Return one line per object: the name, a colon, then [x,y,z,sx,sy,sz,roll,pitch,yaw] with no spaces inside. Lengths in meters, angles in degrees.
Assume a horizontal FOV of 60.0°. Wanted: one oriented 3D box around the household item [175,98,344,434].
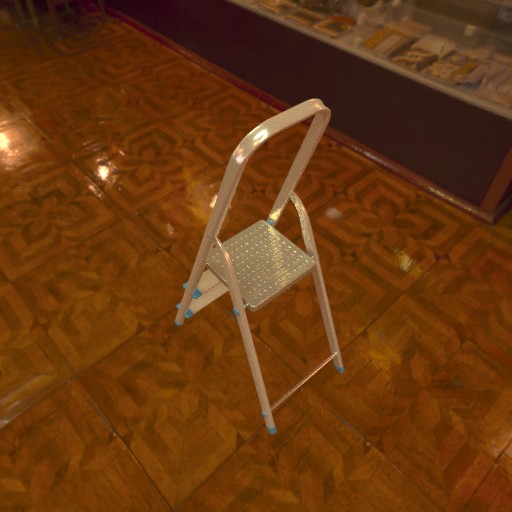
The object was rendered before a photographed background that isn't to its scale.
household item: [0.000,0.000,1.528,0.420,1.215,0.687,-33,57,-25]
